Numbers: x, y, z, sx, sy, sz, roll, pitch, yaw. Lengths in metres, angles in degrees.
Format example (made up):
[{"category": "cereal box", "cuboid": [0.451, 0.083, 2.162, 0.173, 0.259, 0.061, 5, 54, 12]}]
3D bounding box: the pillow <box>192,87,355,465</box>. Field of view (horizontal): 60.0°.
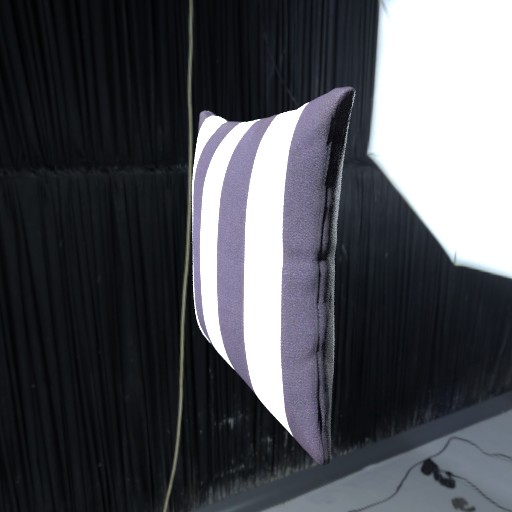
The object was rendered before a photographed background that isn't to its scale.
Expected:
[{"category": "pillow", "cuboid": [0.000, 0.000, 0.801, 0.189, 0.526, 0.536, -7, 16, -25]}]
